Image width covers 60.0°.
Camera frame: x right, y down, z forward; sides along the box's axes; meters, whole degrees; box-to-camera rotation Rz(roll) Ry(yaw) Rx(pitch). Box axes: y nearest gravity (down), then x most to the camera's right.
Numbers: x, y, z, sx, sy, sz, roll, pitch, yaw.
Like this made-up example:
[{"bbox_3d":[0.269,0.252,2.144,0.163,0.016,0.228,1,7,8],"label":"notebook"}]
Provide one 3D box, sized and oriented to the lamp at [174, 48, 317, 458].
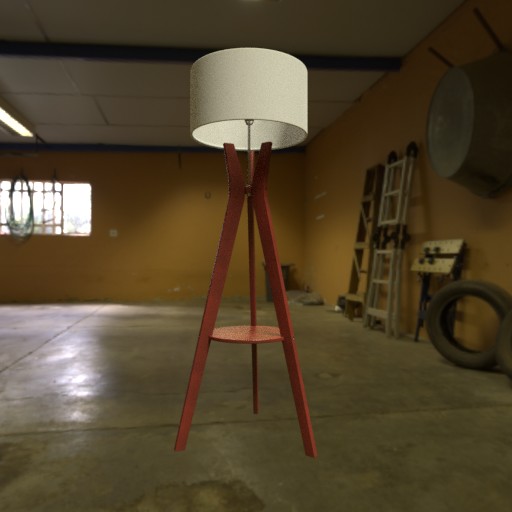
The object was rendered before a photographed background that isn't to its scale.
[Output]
[{"bbox_3d":[0.000,0.000,1.781,0.542,1.472,0.539,0,0,36],"label":"lamp"}]
